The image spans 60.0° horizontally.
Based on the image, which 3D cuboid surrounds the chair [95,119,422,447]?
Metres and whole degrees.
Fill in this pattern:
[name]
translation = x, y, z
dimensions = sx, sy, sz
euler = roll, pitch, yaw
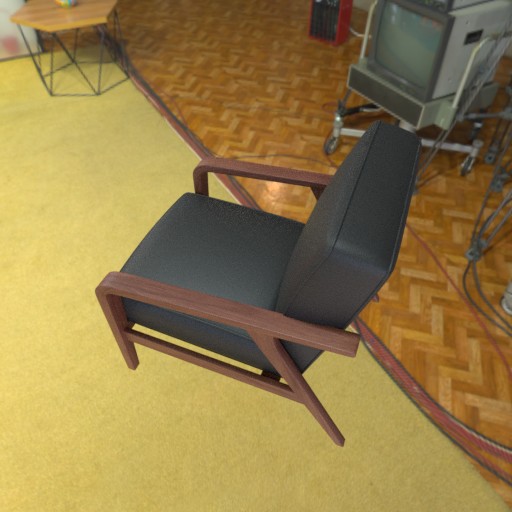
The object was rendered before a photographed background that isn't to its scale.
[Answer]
[chair]
translation = 0.000, 0.000, 1.510
dimensions = 0.889, 0.861, 0.719
euler = 15, 48, 14
